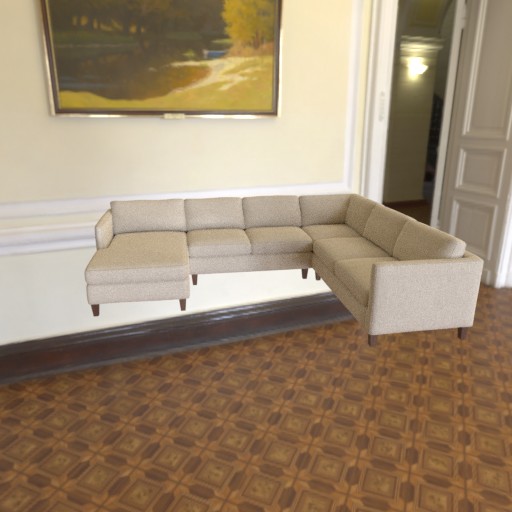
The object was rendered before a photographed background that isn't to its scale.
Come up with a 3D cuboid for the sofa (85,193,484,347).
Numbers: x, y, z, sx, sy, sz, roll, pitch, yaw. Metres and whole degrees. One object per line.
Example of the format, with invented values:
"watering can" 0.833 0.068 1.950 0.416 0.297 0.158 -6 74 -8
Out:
"sofa" 0.000 0.000 4.455 3.238 0.853 2.551 -3 18 -9
